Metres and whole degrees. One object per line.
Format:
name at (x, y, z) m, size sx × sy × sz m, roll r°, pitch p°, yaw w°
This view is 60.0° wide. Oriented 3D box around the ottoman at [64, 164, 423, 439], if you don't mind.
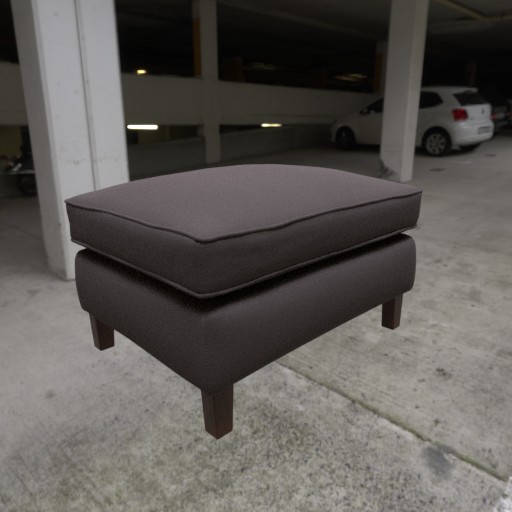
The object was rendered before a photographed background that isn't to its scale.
ottoman at (0.000, 0.000, 1.024) m, size 0.686 × 0.406 × 0.508 m, roll -16°, pitch 23°, yaw -42°
